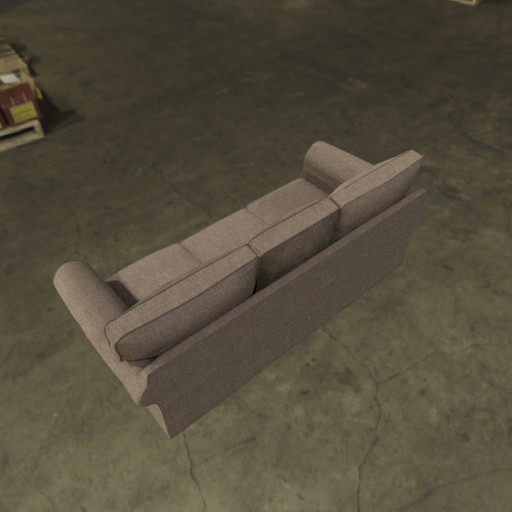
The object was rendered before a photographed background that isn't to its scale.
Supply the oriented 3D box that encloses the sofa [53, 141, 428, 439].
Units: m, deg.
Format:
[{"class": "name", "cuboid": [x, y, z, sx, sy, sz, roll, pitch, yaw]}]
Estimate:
[{"class": "sofa", "cuboid": [0.000, 0.000, 2.655, 2.084, 0.961, 0.916, -31, 53, -27]}]
